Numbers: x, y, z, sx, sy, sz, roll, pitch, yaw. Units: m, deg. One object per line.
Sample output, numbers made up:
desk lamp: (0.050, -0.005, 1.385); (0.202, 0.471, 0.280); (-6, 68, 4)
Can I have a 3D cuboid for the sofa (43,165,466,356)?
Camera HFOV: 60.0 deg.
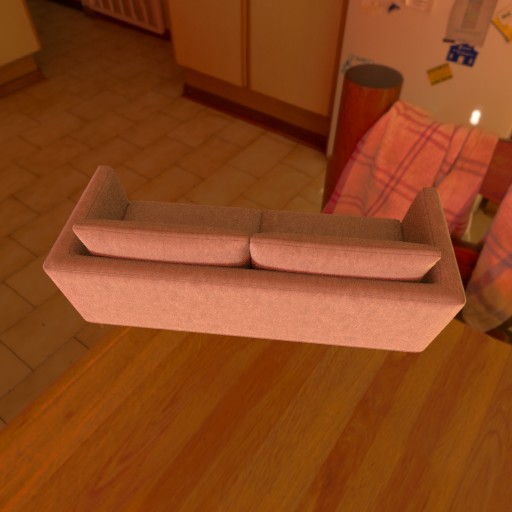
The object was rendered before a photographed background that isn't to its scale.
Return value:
sofa: (0.000, 0.000, 2.643); (2.121, 0.864, 0.889); (5, 48, 4)
